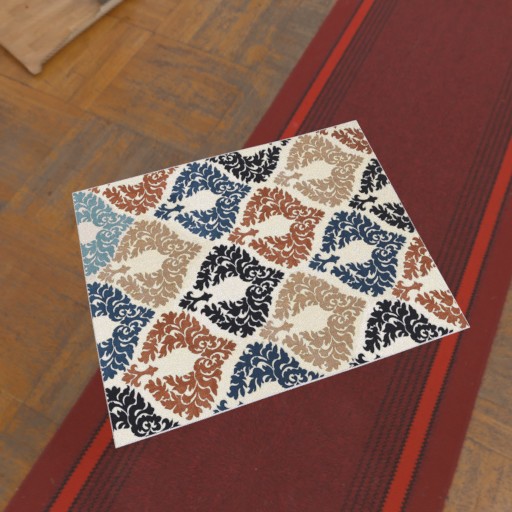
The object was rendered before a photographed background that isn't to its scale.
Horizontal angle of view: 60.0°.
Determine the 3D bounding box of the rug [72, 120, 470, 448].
[{"bbox_3d":[0.000,0.000,4.051,3.040,0.014,2.423,-16,65,-8],"label":"rug"}]
